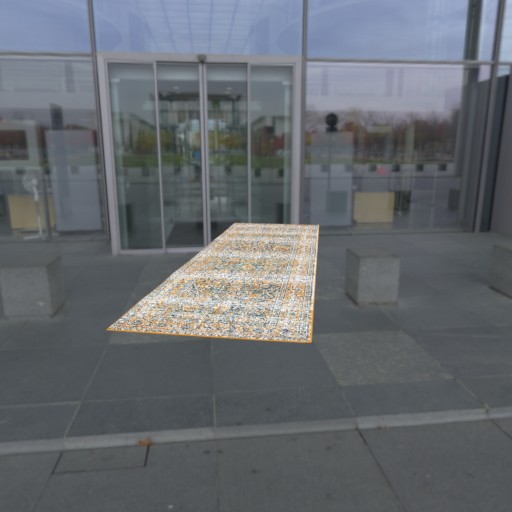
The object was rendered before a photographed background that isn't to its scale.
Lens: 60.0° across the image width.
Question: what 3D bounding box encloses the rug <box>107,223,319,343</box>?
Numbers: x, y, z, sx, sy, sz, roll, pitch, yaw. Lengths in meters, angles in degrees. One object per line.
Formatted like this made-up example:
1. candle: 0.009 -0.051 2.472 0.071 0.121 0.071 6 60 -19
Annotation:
1. rug: 0.000 0.000 2.580 0.704 0.014 2.294 2 14 8
